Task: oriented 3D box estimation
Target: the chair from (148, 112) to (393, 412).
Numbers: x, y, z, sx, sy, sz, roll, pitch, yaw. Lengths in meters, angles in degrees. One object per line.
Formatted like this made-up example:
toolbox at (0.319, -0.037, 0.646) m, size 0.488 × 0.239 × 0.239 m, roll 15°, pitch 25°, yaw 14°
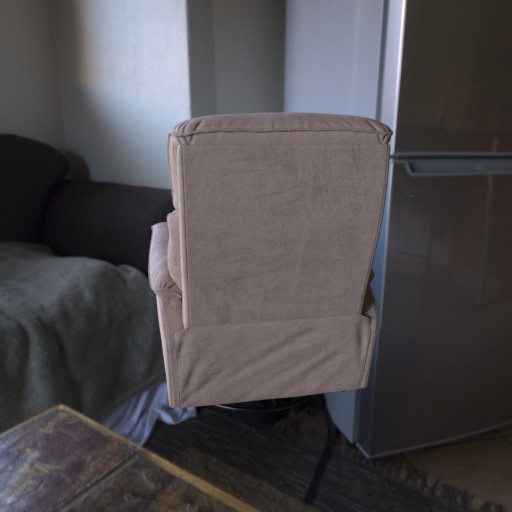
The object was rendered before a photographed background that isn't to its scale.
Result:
chair at (0.000, 0.000, 1.726) m, size 0.820 × 1.037 × 1.004 m, roll -3°, pitch 16°, yaw -10°
